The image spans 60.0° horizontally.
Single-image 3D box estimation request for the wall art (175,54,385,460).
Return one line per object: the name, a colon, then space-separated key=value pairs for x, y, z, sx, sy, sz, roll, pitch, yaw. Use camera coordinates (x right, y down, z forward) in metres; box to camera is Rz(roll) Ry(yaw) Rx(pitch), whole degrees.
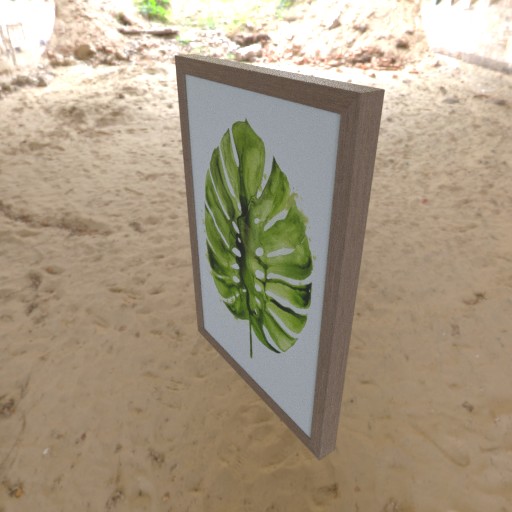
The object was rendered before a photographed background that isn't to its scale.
wall art: x=0.000 y=0.000 z=0.649 sx=0.032 sy=0.510 sz=0.358 roll=-20 pitch=36 yaw=-30
